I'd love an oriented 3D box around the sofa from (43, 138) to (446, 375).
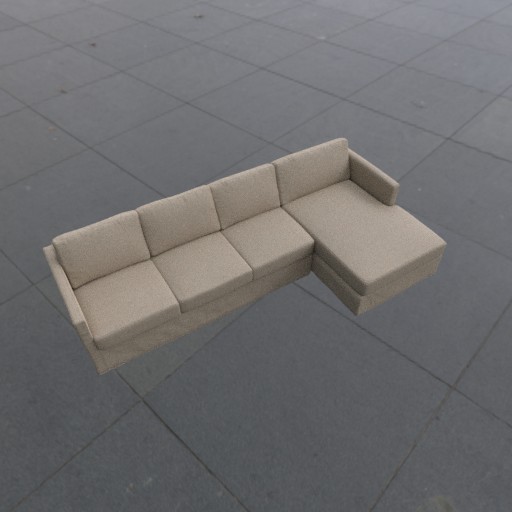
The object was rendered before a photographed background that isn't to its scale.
[{"bbox_3d":[0.000,0.000,3.950,3.177,0.867,1.622,-24,50,-22],"label":"sofa"}]
